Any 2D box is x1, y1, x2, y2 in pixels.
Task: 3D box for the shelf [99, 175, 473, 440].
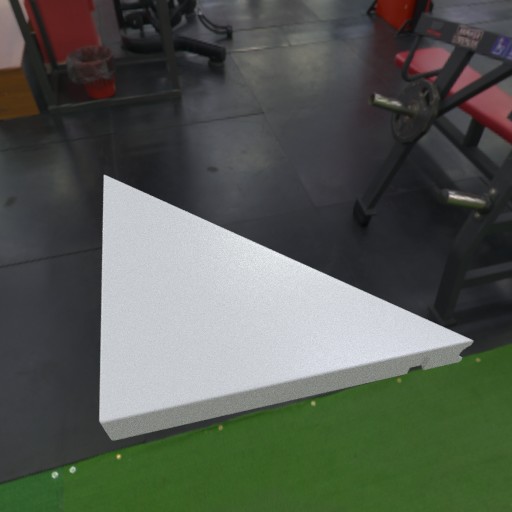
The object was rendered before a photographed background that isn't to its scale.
[{"bbox_3d":[0.000,0.000,0.446,0.296,0.035,0.296,-10,48,-9],"label":"shelf"}]
